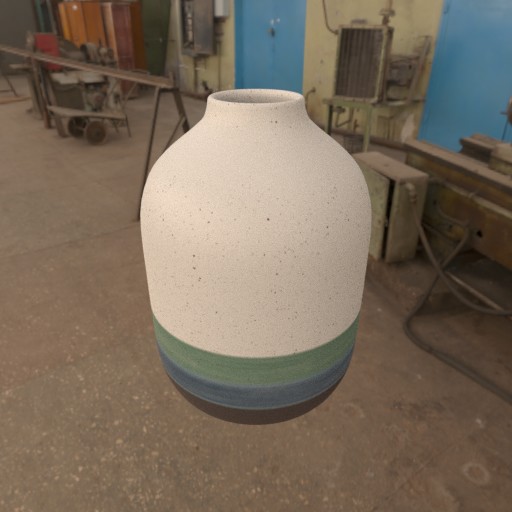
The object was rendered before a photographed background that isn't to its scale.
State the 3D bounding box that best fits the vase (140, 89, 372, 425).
[{"bbox_3d":[0.000,0.000,0.349,0.169,0.240,0.169,0,28,0],"label":"vase"}]
